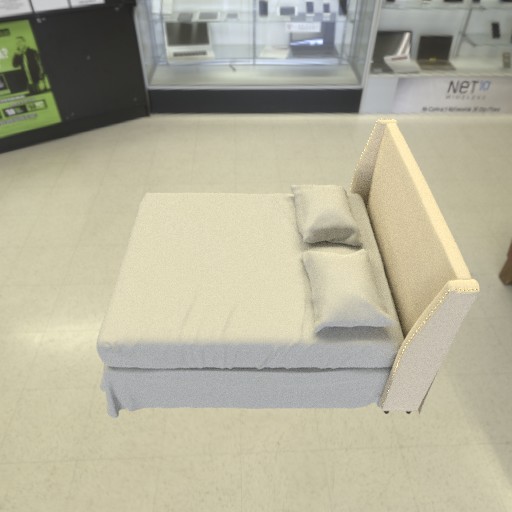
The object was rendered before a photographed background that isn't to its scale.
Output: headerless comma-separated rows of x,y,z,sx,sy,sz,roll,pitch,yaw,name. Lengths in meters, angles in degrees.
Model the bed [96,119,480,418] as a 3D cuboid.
0.000,0.000,3.342,2.276,1.332,1.925,0,43,0,bed
